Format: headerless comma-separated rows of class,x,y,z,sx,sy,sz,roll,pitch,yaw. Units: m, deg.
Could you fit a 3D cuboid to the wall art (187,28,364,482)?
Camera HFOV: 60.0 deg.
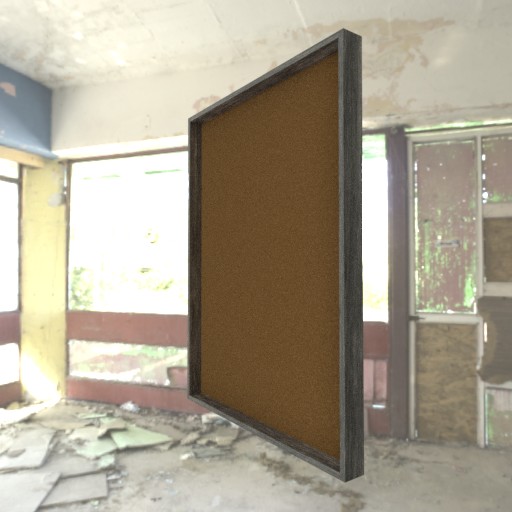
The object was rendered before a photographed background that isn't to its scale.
wall art,0.000,0.000,1.317,0.063,1.016,0.762,1,-1,-36
